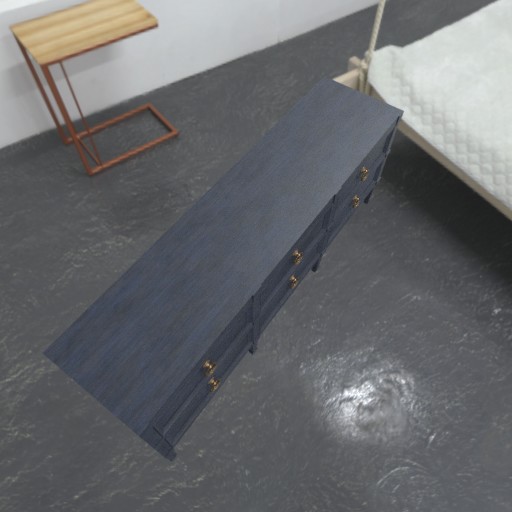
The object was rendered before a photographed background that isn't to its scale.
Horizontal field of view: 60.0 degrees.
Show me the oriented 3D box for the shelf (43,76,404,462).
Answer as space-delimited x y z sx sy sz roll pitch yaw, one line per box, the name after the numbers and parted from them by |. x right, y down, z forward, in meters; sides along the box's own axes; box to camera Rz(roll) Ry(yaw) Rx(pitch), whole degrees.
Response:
0.000 0.000 2.173 0.471 0.715 1.878 32 63 18 | shelf
